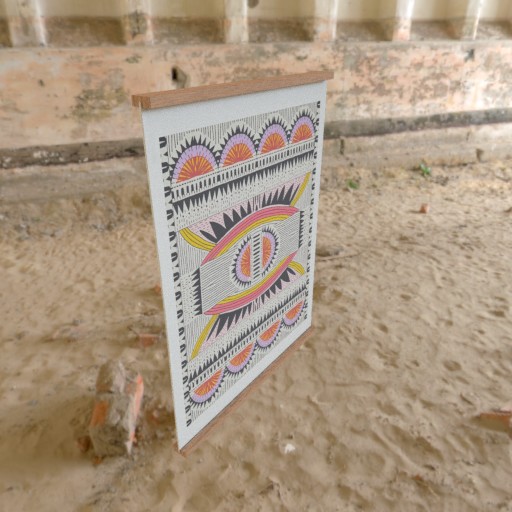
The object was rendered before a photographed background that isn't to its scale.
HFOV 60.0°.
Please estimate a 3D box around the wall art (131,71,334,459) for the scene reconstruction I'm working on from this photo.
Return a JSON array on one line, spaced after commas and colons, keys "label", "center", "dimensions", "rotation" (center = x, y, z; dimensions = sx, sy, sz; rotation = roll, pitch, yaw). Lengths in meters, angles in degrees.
[{"label": "wall art", "center": [0.000, 0.000, 0.714], "dimensions": [0.028, 0.527, 0.403], "rotation": [18, 32, 32]}]
